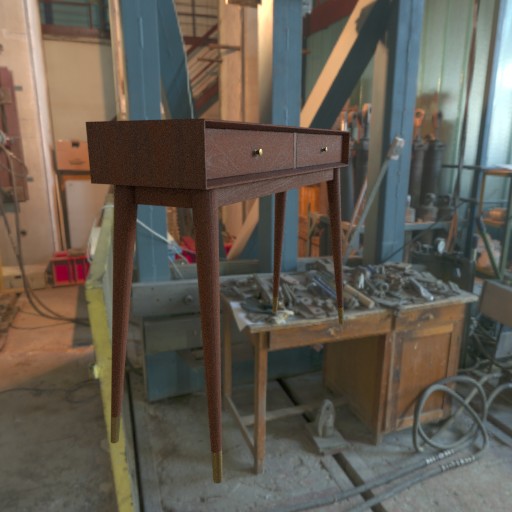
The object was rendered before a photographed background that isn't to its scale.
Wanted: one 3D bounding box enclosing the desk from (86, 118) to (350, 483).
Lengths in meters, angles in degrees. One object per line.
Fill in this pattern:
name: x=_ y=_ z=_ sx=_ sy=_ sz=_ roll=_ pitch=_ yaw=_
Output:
desk: x=0.000 y=0.000 z=1.651 sx=0.384 sy=0.917 sz=1.204 roll=7 pitch=16 yaw=26
